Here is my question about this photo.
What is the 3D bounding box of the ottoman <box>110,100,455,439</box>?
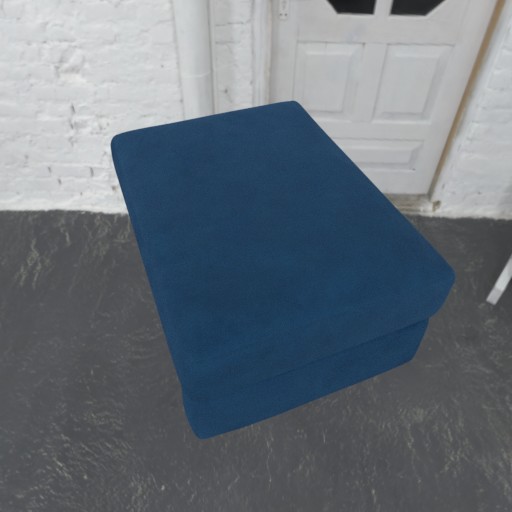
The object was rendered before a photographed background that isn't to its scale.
[{"bbox_3d":[0.000,0.000,1.166,0.572,0.503,0.773,-16,49,-15],"label":"ottoman"}]
